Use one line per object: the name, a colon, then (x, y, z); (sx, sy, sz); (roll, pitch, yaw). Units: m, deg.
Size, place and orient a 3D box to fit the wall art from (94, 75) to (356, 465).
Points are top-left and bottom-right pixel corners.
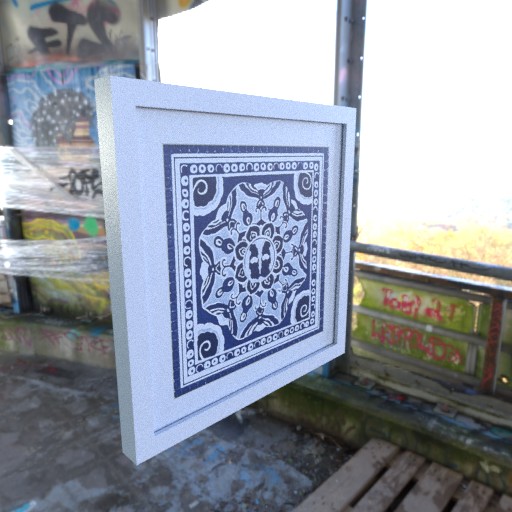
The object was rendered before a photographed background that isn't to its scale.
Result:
wall art: (0.000, 0.000, 0.522); (0.027, 0.355, 0.355); (12, 18, 44)
